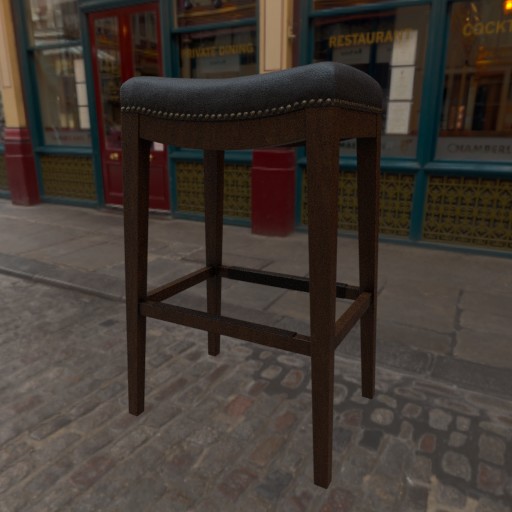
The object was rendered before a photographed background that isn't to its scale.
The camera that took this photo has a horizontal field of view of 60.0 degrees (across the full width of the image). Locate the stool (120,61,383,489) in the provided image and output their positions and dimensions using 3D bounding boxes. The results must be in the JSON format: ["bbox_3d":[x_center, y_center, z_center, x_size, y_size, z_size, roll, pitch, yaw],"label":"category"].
[{"bbox_3d":[0.000,0.000,1.003,0.500,0.765,0.361,8,17,27],"label":"stool"}]
